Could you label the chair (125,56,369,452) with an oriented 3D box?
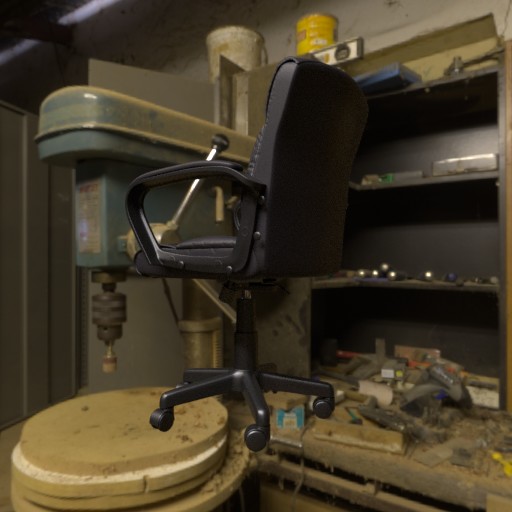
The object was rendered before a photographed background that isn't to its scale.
[{"bbox_3d":[0.000,0.000,1.380,0.641,0.998,0.576,0,0,36],"label":"chair"}]
